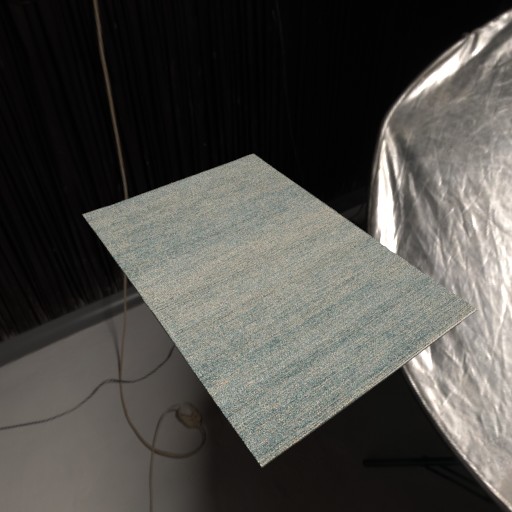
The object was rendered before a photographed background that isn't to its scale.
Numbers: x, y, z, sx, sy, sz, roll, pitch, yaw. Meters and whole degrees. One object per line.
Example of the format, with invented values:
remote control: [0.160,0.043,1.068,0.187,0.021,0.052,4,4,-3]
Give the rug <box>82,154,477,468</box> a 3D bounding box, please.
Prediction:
rug: [0.000,0.000,5.261,2.802,0.052,4.078,-25,47,-26]
